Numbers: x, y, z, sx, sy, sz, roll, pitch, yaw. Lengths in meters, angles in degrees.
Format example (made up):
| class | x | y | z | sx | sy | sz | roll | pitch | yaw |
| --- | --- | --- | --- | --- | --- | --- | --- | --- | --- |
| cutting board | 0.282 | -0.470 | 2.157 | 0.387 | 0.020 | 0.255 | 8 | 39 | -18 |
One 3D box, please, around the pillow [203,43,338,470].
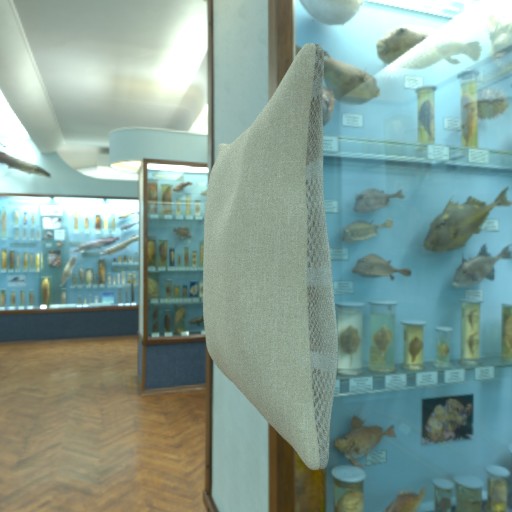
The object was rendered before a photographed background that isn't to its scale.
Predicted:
| class | x | y | z | sx | sy | sz | roll | pitch | yaw |
| --- | --- | --- | --- | --- | --- | --- | --- | --- | --- |
| pillow | 0.000 | 0.000 | 0.653 | 0.138 | 0.432 | 0.436 | 0 | 0 | -17 |
